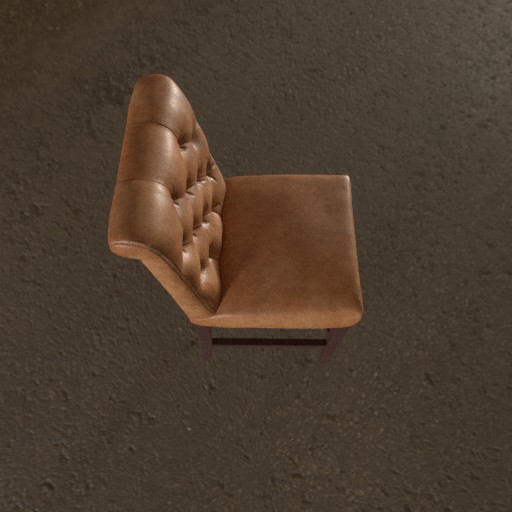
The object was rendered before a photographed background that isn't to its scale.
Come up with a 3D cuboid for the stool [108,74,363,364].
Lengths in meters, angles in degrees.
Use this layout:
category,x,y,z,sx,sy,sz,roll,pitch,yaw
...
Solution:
category,x,y,z,sx,sy,sz,roll,pitch,yaw
stool,0.000,0.000,1.412,0.601,1.047,0.493,0,64,0
